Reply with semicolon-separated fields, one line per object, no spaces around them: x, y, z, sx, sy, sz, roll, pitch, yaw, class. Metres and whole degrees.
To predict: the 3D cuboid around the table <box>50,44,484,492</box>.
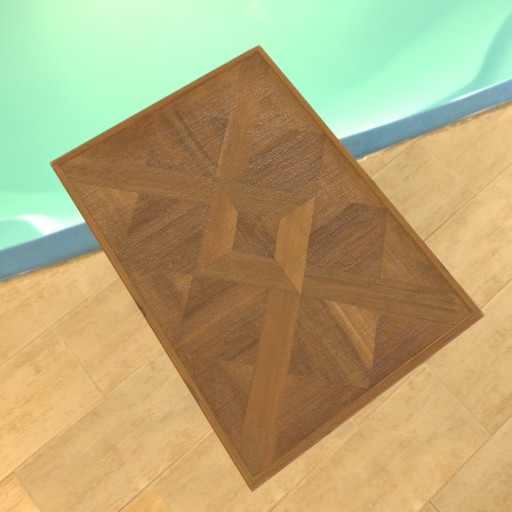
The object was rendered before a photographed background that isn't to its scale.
0.000;0.000;1.682;0.877;0.492;1.238;-33;76;-9;table
